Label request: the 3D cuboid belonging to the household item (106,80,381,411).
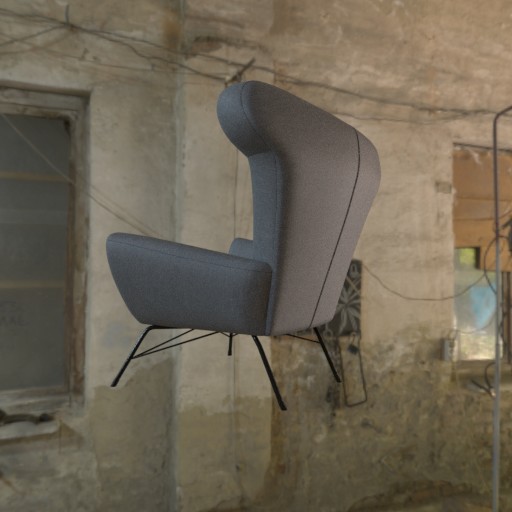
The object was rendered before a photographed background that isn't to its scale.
[{"bbox_3d":[0.000,0.000,1.836,0.900,1.050,0.980,-1,-1,36],"label":"household item"}]
